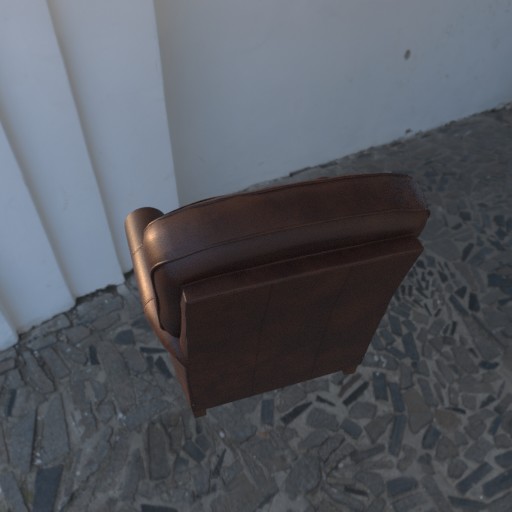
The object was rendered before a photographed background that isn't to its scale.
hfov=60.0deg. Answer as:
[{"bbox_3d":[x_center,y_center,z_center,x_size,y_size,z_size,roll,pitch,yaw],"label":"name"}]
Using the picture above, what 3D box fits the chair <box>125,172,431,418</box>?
[{"bbox_3d":[0.000,0.000,1.733,0.936,1.018,0.986,-12,42,-13],"label":"chair"}]
